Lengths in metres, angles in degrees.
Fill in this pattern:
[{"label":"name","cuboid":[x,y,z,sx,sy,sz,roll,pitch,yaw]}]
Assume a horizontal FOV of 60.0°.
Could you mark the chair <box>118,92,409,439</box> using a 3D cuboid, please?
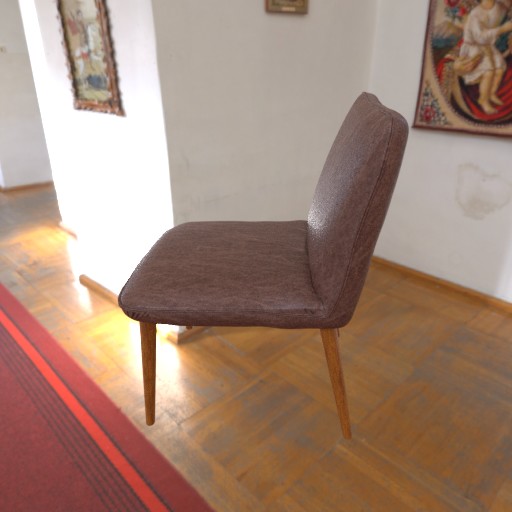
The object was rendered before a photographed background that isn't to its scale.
[{"label":"chair","cuboid":[0.000,0.000,1.194,0.645,0.803,0.543,0,26,1]}]
